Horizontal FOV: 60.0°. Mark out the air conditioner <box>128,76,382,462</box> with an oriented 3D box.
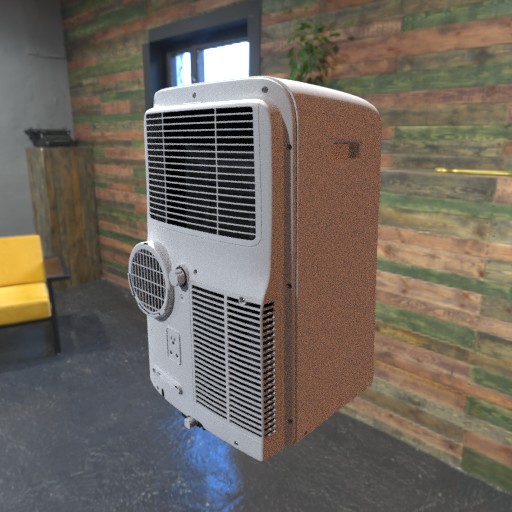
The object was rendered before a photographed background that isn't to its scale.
[{"bbox_3d":[0.000,0.000,1.081,0.467,0.765,0.478,-14,20,-43],"label":"air conditioner"}]
